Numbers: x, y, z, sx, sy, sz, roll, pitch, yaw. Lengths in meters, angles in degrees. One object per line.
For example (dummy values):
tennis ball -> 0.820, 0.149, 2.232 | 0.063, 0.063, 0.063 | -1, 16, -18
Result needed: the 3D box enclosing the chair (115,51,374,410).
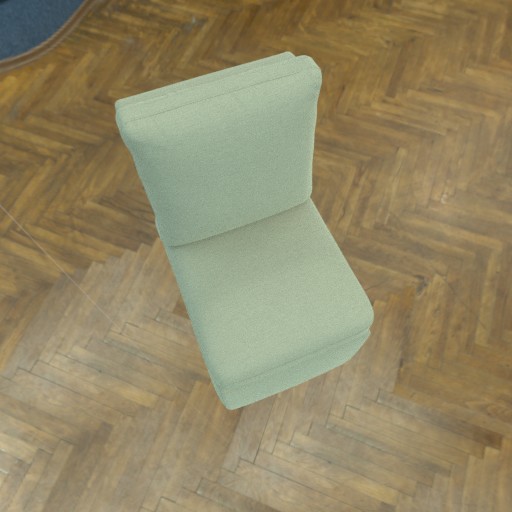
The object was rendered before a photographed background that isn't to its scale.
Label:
chair -> 0.000, 0.000, 1.329 | 0.503, 0.927, 0.698 | -20, 66, -9
